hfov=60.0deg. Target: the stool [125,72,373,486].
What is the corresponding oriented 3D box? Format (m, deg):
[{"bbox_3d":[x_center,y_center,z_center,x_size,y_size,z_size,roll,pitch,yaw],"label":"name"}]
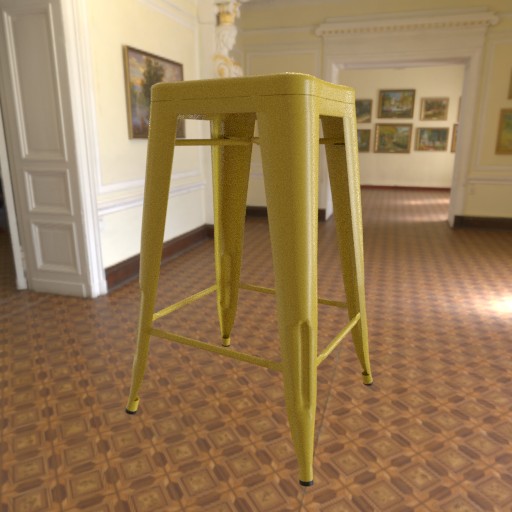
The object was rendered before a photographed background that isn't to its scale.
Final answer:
[{"bbox_3d":[0.000,0.000,0.845,0.399,0.609,0.359,8,17,29],"label":"stool"}]
